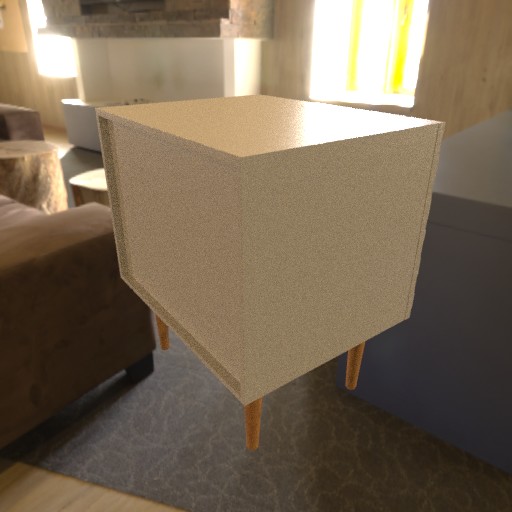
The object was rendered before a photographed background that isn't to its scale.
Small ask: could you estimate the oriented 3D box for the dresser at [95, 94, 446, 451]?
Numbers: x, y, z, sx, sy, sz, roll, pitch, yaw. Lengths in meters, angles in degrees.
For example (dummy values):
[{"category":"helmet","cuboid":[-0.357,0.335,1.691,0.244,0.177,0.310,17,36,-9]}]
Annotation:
[{"category":"dresser","cuboid":[0.000,0.000,0.922,0.414,0.568,0.503,-18,31,-32]}]
